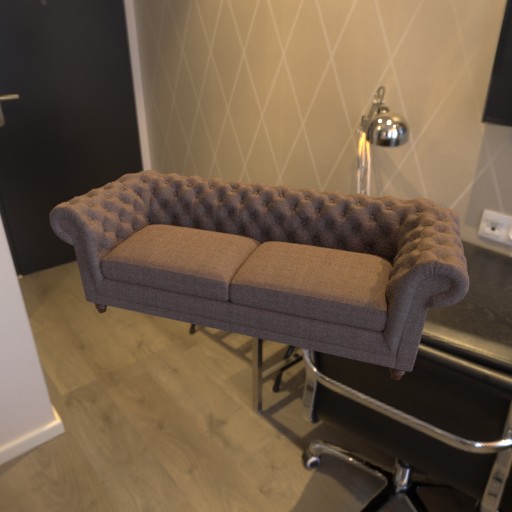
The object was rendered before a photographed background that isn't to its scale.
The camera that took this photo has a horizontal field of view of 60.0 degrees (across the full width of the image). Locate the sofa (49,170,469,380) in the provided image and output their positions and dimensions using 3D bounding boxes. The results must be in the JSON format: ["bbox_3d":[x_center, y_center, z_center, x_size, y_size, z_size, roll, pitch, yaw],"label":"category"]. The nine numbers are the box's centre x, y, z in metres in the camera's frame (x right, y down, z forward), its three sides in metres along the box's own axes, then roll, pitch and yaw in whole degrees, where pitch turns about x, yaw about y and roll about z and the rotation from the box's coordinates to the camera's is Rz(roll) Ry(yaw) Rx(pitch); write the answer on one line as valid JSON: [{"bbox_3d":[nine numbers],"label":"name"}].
[{"bbox_3d":[0.000,0.000,2.858,2.385,0.787,0.944,9,28,18],"label":"sofa"}]
